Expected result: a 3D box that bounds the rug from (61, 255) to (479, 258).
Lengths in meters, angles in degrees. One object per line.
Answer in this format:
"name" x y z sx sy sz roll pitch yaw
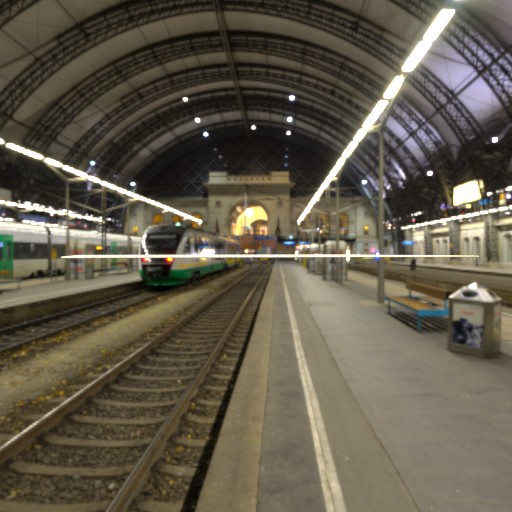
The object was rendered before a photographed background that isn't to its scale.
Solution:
"rug" 0.000 0.000 2.414 1.850 0.006 1.234 0 0 -18
